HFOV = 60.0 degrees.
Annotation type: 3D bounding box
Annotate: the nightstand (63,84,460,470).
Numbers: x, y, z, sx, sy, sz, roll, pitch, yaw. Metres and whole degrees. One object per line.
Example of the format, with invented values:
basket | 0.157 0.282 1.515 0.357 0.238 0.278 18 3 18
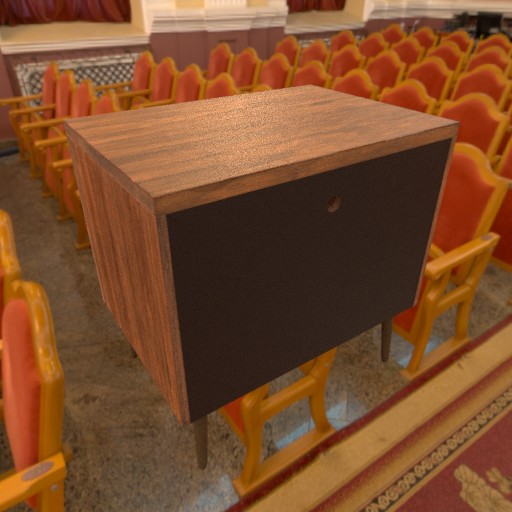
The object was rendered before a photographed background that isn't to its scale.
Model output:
nightstand | 0.000 0.000 1.001 0.610 0.610 0.458 -19 37 -28
